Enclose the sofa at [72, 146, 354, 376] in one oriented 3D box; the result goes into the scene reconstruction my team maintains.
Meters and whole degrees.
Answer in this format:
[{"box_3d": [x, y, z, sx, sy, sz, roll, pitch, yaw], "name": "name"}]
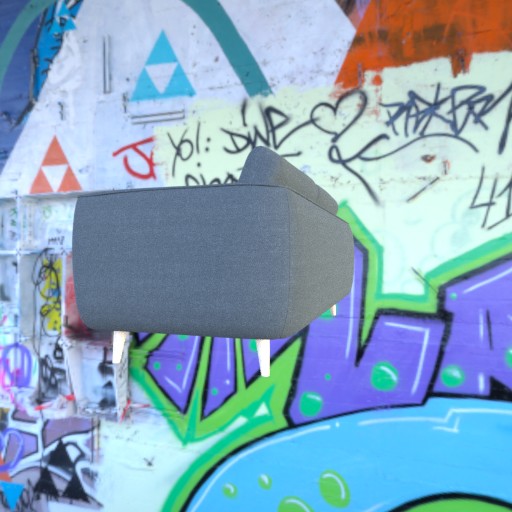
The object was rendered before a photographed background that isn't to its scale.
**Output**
[{"box_3d": [0.000, 0.000, 2.470, 0.920, 0.850, 2.000, 0, 0, 18], "name": "sofa"}]
